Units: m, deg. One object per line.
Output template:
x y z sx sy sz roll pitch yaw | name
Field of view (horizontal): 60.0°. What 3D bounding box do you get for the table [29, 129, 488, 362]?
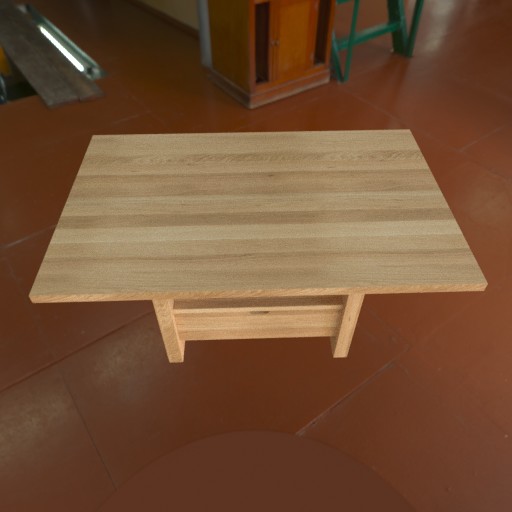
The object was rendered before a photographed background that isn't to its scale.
0.000 0.000 1.485 1.100 0.510 0.700 -1 47 -1 | table
